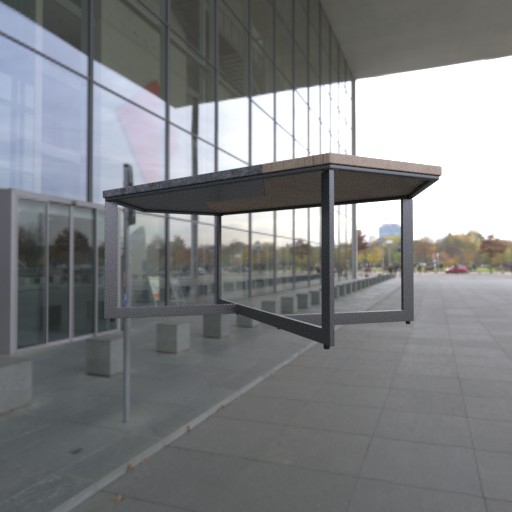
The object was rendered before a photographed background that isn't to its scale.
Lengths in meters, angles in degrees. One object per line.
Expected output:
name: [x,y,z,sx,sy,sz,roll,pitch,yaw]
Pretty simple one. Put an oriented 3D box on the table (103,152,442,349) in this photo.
table: [0.000,0.000,1.524,1.219,0.457,0.609,-1,-1,37]
